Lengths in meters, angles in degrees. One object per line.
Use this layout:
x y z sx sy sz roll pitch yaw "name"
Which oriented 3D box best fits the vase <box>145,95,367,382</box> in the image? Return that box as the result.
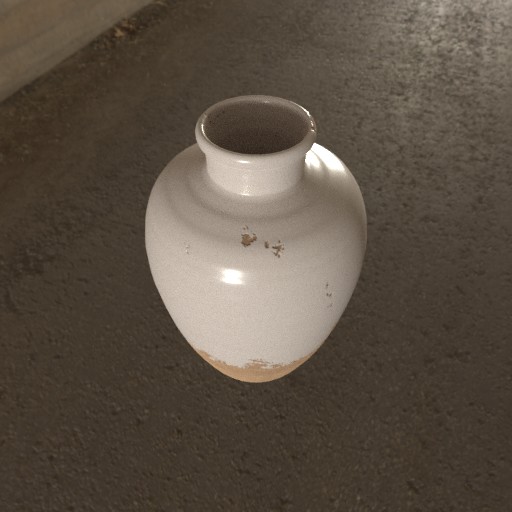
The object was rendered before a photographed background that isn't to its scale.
0.000 0.000 0.342 0.158 0.228 0.158 0 47 0 "vase"
